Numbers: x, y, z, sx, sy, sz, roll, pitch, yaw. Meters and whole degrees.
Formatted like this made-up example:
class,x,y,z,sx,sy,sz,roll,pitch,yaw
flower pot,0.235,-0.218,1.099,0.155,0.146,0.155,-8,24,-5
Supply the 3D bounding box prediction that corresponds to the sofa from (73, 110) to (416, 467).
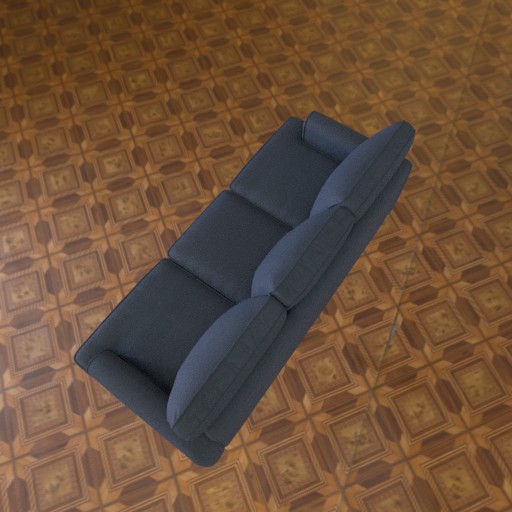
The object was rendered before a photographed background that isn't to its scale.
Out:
class,x,y,z,sx,sy,sz,roll,pitch,yaw
sofa,0.000,0.000,2.625,0.951,0.965,2.158,33,68,15
